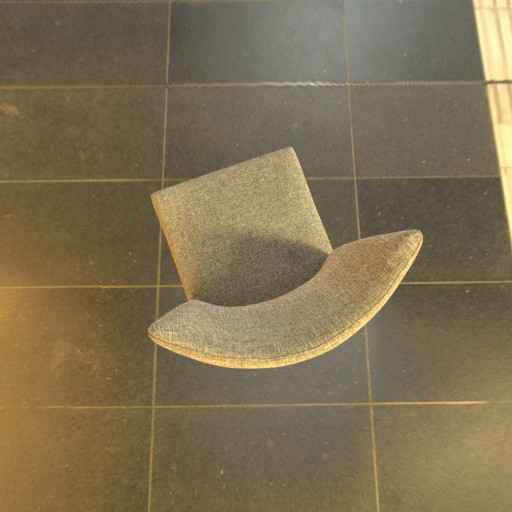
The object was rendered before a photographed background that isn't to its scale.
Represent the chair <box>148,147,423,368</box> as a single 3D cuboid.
[{"bbox_3d":[0.000,0.000,1.280,0.535,0.924,0.623,-20,77,-5],"label":"chair"}]
